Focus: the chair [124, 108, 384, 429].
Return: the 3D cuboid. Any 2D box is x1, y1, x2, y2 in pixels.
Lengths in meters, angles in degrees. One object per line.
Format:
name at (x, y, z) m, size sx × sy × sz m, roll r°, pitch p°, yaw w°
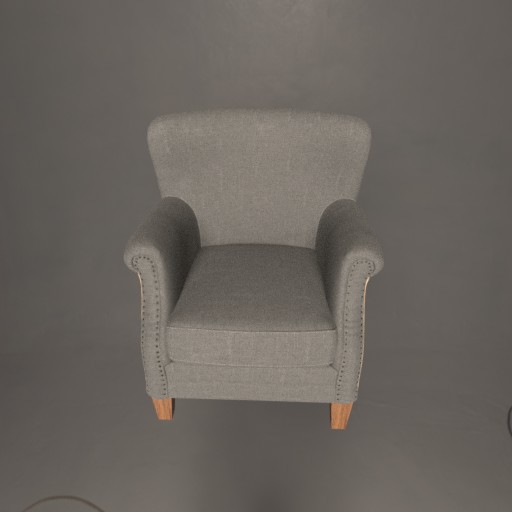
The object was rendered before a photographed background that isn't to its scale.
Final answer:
chair at (0.000, 0.000, 1.694) m, size 0.861 × 0.936 × 0.921 m, roll 1°, pitch 30°, yaw 2°
